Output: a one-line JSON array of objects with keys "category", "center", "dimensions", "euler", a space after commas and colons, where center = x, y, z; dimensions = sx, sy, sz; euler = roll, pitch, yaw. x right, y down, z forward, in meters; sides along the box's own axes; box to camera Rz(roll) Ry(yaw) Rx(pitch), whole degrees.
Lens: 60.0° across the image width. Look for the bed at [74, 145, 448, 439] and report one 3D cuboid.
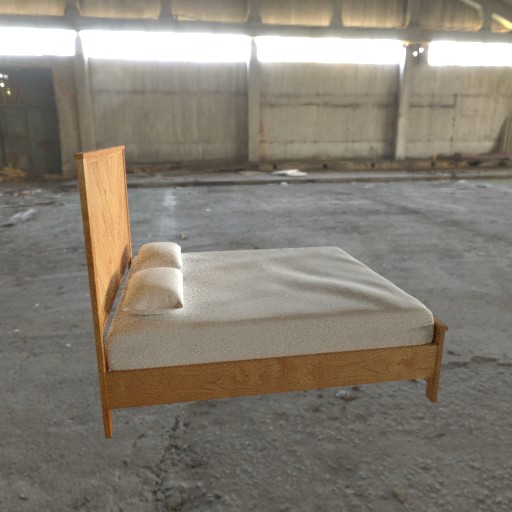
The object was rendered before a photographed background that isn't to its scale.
[{"category": "bed", "center": [0.000, 0.000, 3.550], "dimensions": [2.201, 1.686, 1.936], "euler": [-3, 15, -10]}]
